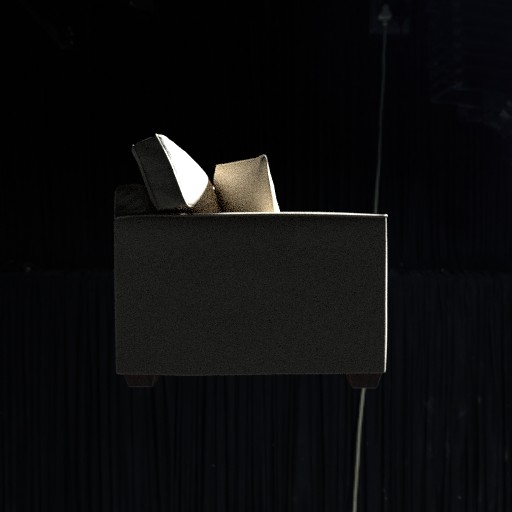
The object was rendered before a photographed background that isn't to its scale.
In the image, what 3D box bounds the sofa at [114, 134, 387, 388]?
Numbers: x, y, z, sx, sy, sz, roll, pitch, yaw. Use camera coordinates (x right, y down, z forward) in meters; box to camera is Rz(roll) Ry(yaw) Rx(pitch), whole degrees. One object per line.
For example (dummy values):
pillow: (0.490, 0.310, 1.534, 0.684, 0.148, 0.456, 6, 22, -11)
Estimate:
sofa: (0.000, 0.000, 2.579, 1.034, 0.946, 1.962, 0, 1, 1)
